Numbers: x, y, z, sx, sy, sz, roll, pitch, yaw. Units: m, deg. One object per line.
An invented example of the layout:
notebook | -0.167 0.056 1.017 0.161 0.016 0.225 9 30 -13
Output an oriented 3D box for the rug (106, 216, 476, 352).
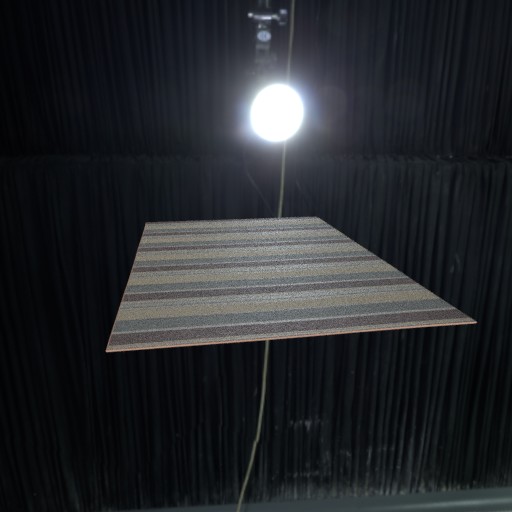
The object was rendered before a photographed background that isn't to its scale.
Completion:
rug | 0.000 0.000 2.279 1.219 0.008 1.829 -3 17 -9
